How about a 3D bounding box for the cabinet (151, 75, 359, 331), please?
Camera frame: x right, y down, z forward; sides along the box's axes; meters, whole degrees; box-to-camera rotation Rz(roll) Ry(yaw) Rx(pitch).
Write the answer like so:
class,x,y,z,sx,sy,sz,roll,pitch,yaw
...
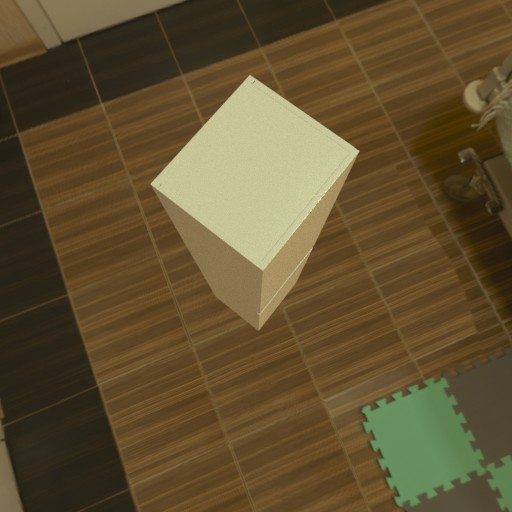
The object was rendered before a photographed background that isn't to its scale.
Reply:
class,x,y,z,sx,sy,sz,roll,pitch,yaw
cabinet,0.000,0.000,1.521,0.269,1.400,0.300,38,79,9
